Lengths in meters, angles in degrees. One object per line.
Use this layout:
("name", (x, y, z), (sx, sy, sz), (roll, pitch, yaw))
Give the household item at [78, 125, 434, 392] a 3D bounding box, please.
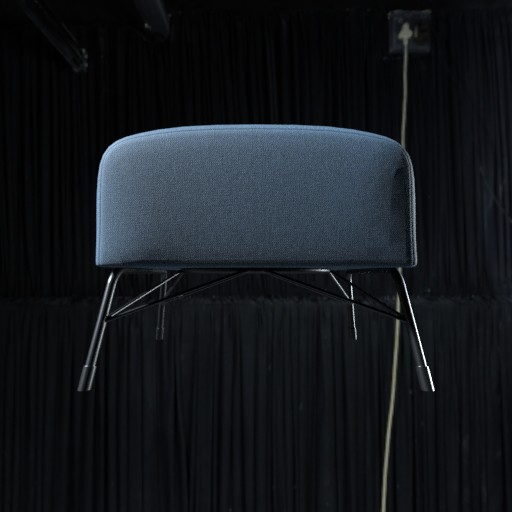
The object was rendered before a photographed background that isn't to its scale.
("household item", (0.000, 0.000, 0.924), (0.530, 0.420, 0.530), (0, -2, 0))
